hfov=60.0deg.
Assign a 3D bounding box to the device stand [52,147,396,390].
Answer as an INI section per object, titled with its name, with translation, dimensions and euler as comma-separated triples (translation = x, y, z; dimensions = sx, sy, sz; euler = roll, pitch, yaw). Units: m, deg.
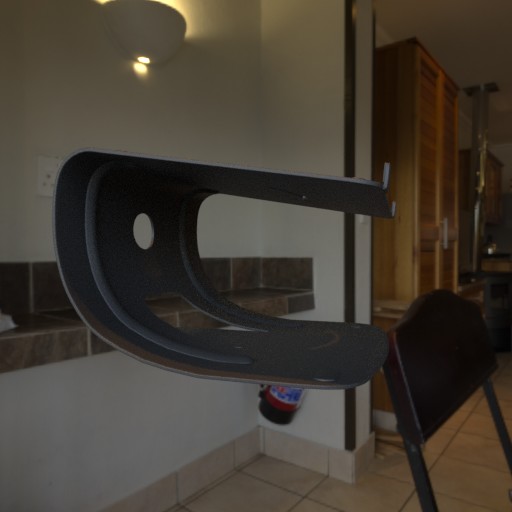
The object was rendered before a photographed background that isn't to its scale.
[device stand]
translation = 0.000, 0.000, 0.398
dimensions = 0.236, 0.155, 0.256
euler = 0, 1, 18
